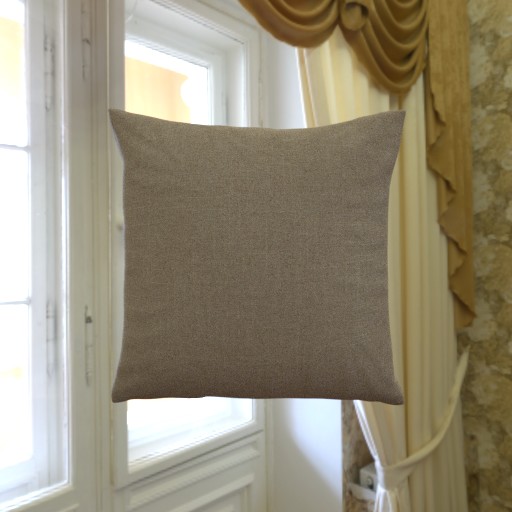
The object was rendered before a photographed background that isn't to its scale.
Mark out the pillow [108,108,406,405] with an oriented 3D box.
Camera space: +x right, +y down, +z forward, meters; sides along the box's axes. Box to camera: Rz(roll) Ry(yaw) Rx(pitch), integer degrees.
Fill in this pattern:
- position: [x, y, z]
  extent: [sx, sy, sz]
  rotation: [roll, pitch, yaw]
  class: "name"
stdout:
- position: [0.000, 0.000, 0.766]
  extent: [0.513, 0.511, 0.158]
  rotation: [0, 0, 1]
  class: "pillow"
